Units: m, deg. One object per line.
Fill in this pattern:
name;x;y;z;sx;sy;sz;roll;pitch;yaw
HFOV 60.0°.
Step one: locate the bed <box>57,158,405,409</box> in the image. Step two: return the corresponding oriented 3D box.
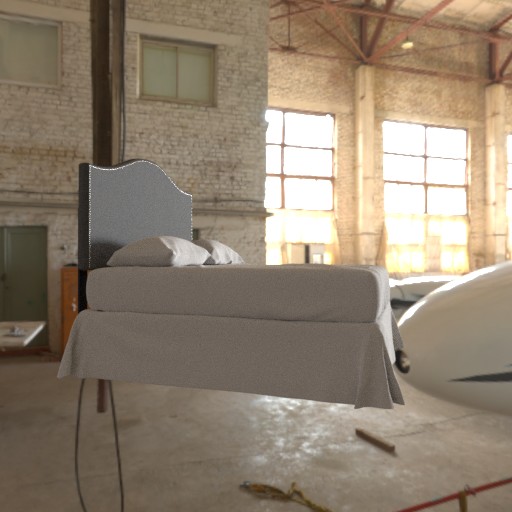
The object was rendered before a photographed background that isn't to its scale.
bed;0.000;0.000;3.493;2.221;1.645;1.876;0;0;18
